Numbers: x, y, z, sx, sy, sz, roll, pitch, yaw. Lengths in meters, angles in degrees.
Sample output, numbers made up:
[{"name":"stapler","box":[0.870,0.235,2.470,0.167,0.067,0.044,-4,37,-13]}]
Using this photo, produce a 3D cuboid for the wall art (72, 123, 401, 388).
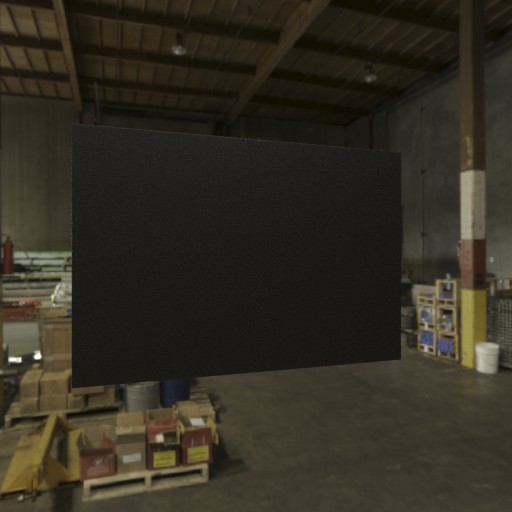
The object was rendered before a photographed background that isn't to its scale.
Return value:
[{"name":"wall art","box":[0.000,0.000,1.548,1.192,0.811,0.013,0,0,-18]}]
